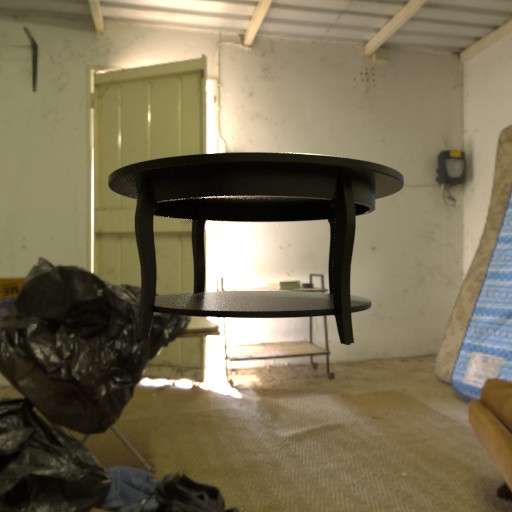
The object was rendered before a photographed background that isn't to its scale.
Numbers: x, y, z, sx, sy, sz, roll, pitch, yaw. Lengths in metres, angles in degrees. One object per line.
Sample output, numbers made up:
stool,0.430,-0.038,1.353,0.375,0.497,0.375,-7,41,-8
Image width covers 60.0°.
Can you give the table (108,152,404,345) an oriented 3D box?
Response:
table,0.000,0.000,1.443,0.914,0.457,0.914,0,0,0
